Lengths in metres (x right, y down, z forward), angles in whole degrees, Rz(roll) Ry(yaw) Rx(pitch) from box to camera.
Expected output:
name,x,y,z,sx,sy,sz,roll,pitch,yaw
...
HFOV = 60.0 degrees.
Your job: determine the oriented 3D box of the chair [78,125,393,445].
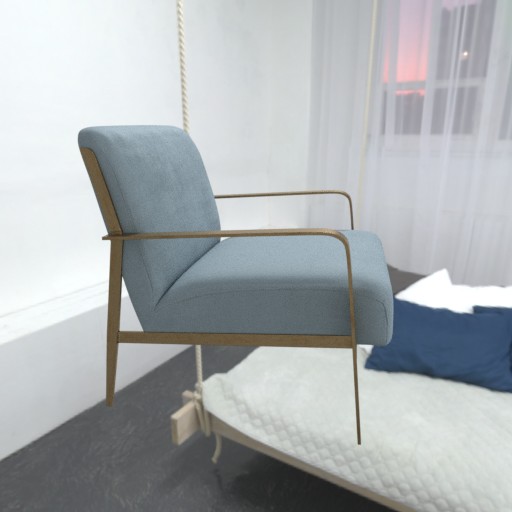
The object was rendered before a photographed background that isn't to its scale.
name,x,y,z,sx,sy,sz,roll,pitch,yaw
chair,0.000,0.000,1.456,0.842,0.824,0.701,4,17,12
